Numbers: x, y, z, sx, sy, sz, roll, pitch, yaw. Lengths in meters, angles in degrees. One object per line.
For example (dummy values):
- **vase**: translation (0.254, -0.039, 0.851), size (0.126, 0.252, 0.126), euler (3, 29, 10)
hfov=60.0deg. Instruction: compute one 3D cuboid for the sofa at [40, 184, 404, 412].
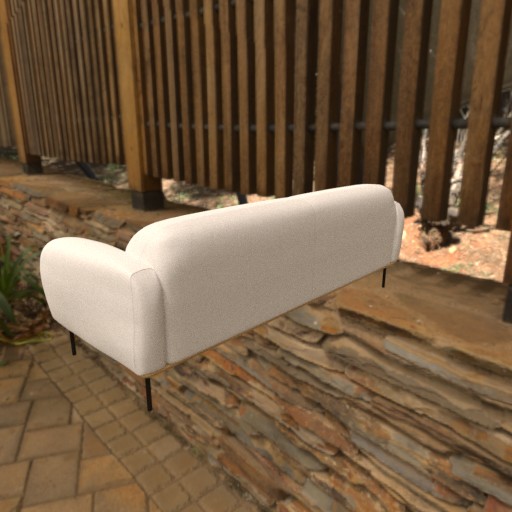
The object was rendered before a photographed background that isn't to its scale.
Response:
- **sofa**: translation (0.000, 0.000, 2.670), size (0.880, 0.780, 2.257), euler (15, 22, 41)
